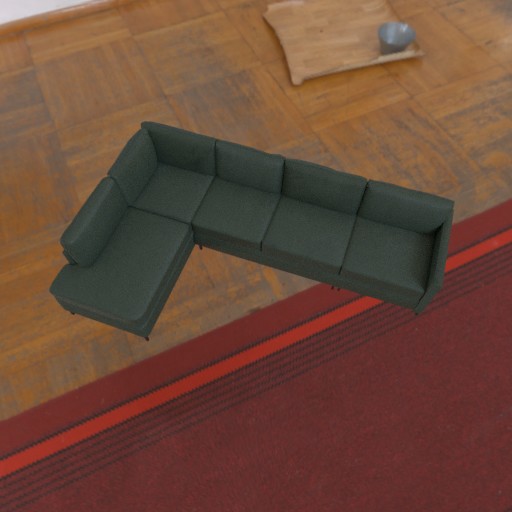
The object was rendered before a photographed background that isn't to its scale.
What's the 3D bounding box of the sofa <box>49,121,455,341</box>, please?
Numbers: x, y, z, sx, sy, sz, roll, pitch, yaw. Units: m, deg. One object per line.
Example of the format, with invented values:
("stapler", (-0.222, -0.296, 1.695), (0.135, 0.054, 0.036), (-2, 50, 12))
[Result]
("sofa", (0.000, 0.000, 4.314), (3.384, 0.996, 2.048), (17, 60, 10))
